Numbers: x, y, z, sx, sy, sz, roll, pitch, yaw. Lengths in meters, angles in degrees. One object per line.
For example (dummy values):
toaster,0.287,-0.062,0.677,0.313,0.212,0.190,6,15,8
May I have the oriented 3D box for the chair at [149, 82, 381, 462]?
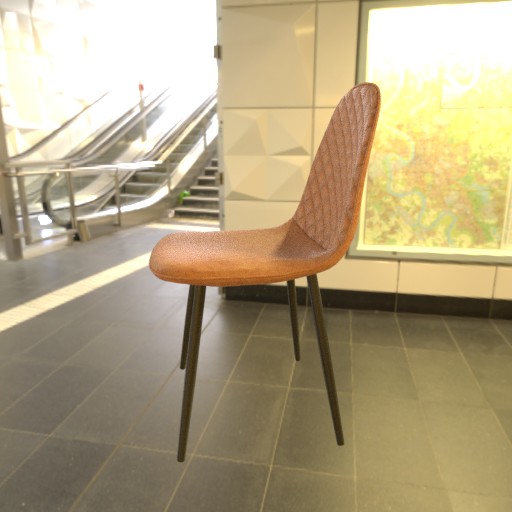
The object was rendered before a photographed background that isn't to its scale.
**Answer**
chair,0.000,0.000,1.206,0.561,0.889,0.472,-2,15,-8
